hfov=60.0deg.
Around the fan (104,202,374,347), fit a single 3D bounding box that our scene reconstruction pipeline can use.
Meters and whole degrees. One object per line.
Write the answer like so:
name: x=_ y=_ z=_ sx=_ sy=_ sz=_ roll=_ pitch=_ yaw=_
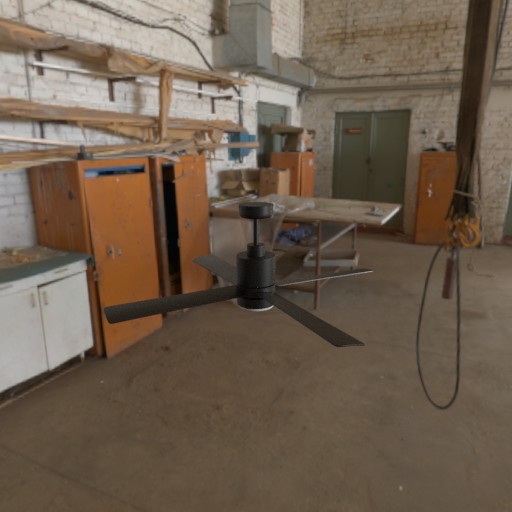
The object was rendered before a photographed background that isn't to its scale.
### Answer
fan: x=0.000 y=0.000 z=2.278 sx=1.525 sy=0.534 sz=1.525 roll=-8 pitch=16 yaw=-27
